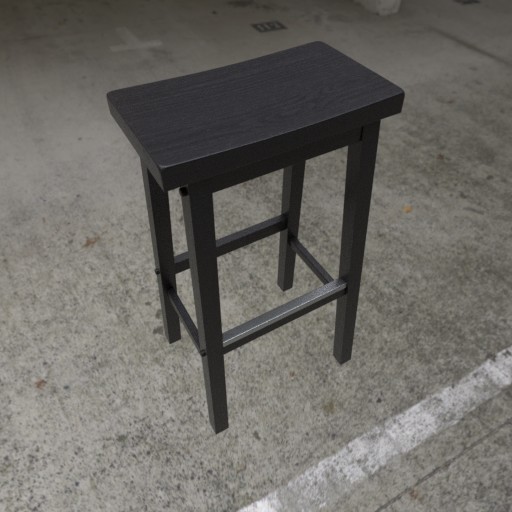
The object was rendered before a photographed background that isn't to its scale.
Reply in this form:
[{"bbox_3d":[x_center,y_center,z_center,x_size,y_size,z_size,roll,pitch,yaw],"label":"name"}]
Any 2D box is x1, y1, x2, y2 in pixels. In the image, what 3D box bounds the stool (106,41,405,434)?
[{"bbox_3d":[0.000,0.000,0.953,0.406,0.742,0.322,-23,51,-20],"label":"stool"}]
